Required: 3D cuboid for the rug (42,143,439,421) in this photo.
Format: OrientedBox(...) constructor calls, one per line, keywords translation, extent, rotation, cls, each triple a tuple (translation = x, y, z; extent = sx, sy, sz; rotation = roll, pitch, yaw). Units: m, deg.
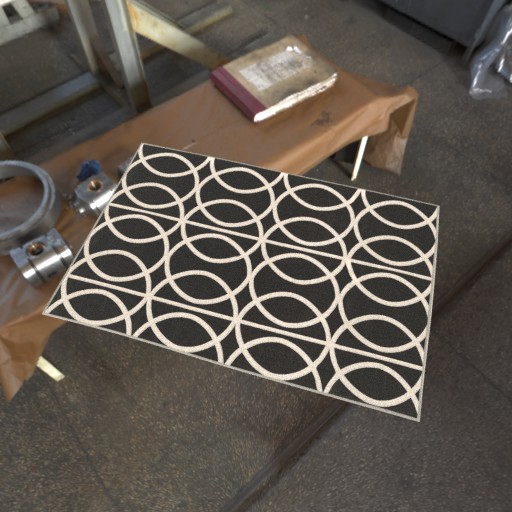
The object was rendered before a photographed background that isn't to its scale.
OrientedBox(translation=(0.000, 0.000, 2.928), extent=(2.294, 0.014, 1.528), rotation=(14, 60, 8), cls="rug")
